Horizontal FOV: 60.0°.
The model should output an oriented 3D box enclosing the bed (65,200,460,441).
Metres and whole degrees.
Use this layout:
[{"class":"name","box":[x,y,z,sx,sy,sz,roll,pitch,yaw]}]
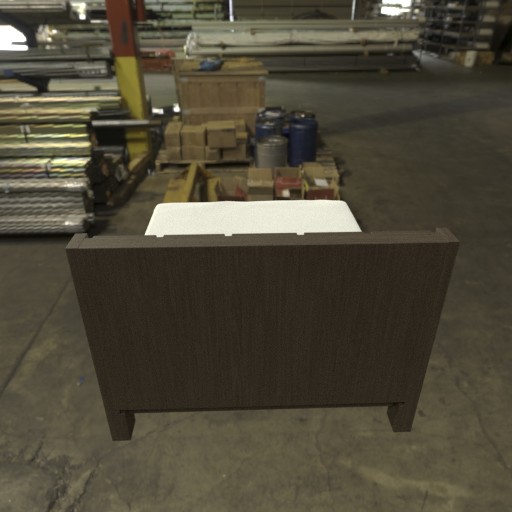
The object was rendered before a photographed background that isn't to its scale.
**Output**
[{"class":"bed","box":[0.000,0.000,3.108,1.735,1.261,1.992,-1,30,-2]}]
